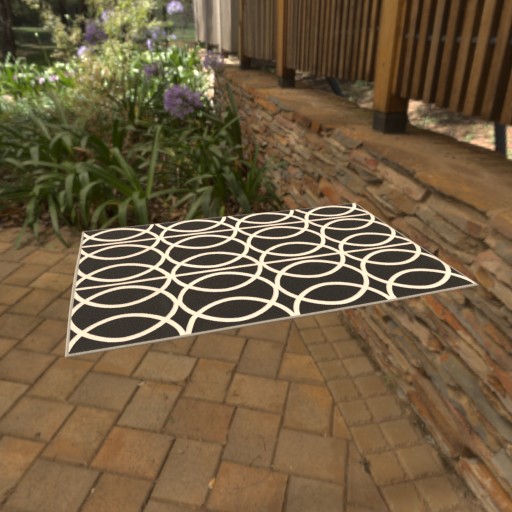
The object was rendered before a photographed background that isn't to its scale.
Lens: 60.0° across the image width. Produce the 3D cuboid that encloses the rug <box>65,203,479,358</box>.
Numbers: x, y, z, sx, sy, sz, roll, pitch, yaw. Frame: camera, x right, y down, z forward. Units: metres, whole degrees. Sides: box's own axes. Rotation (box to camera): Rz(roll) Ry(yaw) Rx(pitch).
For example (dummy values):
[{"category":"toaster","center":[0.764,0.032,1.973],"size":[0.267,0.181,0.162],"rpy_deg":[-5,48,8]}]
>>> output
[{"category":"rug","center":[0.000,0.000,2.964],"size":[2.294,0.014,1.528],"rpy_deg":[-8,27,-15]}]
